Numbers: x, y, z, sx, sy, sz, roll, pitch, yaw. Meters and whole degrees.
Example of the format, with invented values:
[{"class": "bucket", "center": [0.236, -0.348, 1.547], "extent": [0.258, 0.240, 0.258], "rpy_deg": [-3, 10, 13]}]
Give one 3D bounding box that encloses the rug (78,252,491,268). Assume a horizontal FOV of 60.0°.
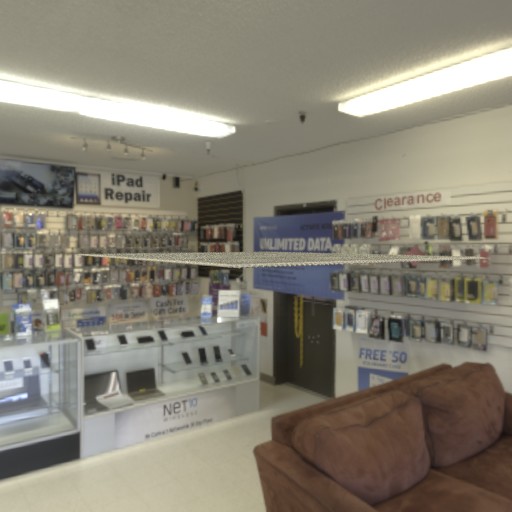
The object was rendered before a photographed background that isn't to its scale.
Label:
[{"class": "rug", "center": [0.000, 0.000, 3.820], "extent": [2.256, 0.013, 2.910], "rpy_deg": [-1, 2, -35]}]
